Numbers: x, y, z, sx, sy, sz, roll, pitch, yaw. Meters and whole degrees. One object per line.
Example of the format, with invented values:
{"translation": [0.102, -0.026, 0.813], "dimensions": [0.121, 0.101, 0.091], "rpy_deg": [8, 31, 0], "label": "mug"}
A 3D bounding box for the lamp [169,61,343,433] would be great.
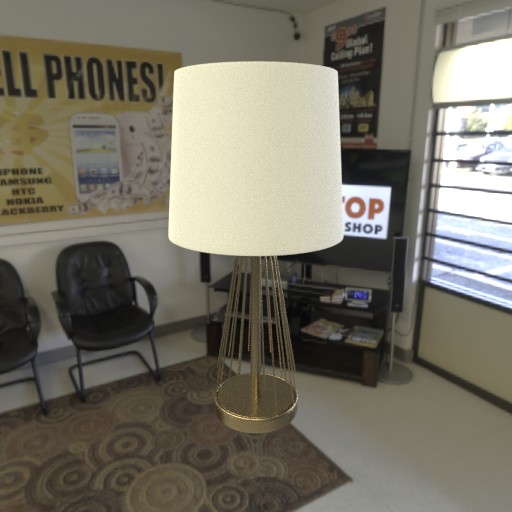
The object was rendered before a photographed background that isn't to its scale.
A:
{"translation": [0.000, 0.000, 0.793], "dimensions": [0.303, 0.618, 0.303], "rpy_deg": [0, 15, 0], "label": "lamp"}
